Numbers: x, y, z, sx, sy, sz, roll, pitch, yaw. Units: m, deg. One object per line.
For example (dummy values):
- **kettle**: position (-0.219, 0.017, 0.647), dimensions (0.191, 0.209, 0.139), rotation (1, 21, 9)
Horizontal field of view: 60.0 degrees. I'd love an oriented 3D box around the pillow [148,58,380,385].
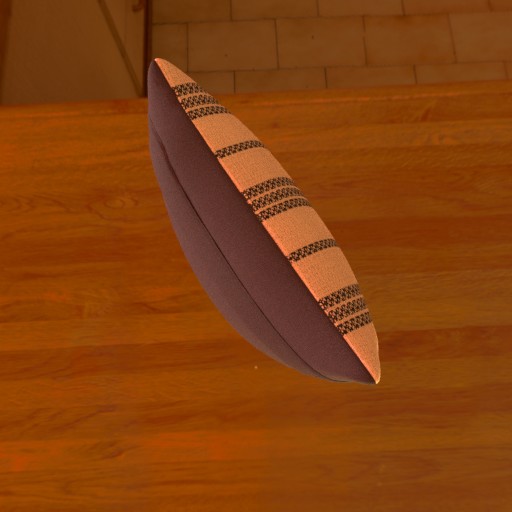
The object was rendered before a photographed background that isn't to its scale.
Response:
- **pillow**: position (0.000, 0.000, 0.629), dimensions (0.173, 0.406, 0.405), rotation (-32, 78, -8)
